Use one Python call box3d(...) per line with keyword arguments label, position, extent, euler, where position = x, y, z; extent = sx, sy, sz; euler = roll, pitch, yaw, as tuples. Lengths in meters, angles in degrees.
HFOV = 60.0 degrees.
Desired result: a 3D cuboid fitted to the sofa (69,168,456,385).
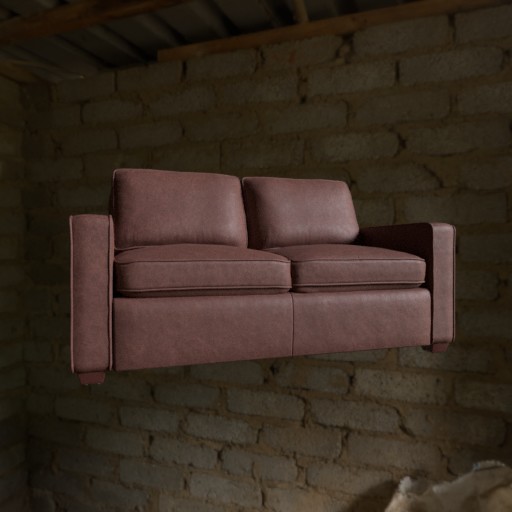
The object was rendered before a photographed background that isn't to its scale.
box3d(label="sofa", position=(0.000, 0.000, 2.248), extent=(1.709, 0.918, 0.947), euler=(0, 1, -19))
